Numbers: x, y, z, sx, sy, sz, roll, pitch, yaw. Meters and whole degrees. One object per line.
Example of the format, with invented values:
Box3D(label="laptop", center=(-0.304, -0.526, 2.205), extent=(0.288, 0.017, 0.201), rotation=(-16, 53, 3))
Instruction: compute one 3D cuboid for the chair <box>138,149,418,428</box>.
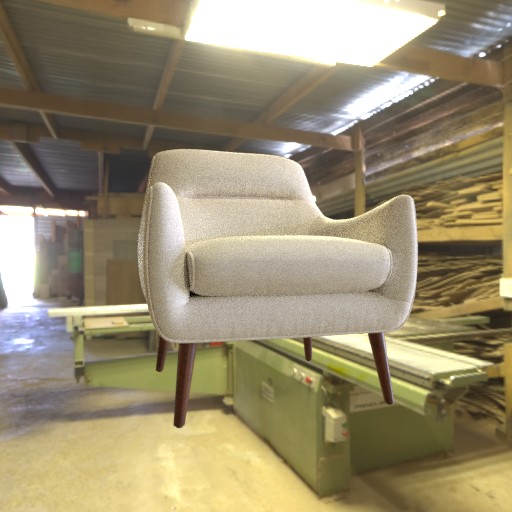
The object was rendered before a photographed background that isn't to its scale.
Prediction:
Box3D(label="chair", center=(0.000, 0.000, 1.478), extent=(0.762, 0.838, 0.787), rotation=(0, 0, -17))
